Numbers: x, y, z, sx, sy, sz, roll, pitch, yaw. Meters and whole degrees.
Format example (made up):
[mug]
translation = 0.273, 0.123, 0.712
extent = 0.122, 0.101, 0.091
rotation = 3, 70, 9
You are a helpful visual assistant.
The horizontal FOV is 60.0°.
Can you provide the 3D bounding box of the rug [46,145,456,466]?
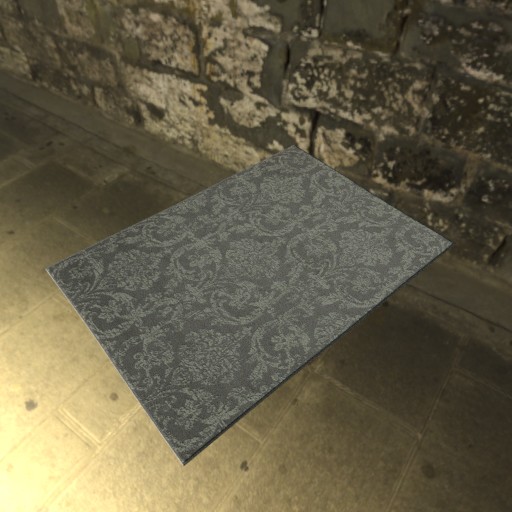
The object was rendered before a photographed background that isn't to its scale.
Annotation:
[rug]
translation = 0.000, 0.000, 2.920
extent = 2.206, 0.014, 1.578
rotation = -32, 54, -26
